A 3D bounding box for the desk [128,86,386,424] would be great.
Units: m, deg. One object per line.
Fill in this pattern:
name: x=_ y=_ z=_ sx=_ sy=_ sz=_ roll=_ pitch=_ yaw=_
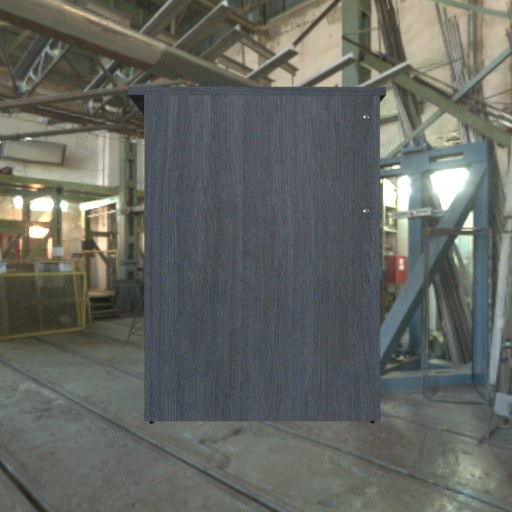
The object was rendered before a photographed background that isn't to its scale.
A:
desk: x=0.000 y=0.000 z=1.505 sx=0.560 sy=0.730 sz=1.096 roll=0 pitch=0 yaw=0
